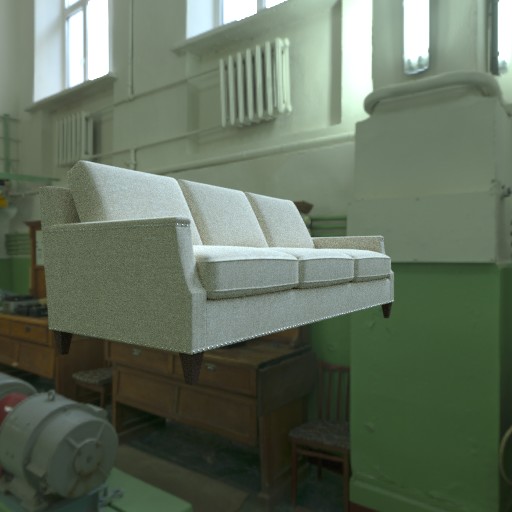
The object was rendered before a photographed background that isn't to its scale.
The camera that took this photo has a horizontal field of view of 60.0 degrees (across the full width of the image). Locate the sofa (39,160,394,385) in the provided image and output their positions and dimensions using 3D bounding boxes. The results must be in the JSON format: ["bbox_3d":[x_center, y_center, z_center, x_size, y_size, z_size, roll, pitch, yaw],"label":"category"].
[{"bbox_3d":[0.000,0.000,2.761,1.041,0.940,2.210,0,0,36],"label":"sofa"}]
